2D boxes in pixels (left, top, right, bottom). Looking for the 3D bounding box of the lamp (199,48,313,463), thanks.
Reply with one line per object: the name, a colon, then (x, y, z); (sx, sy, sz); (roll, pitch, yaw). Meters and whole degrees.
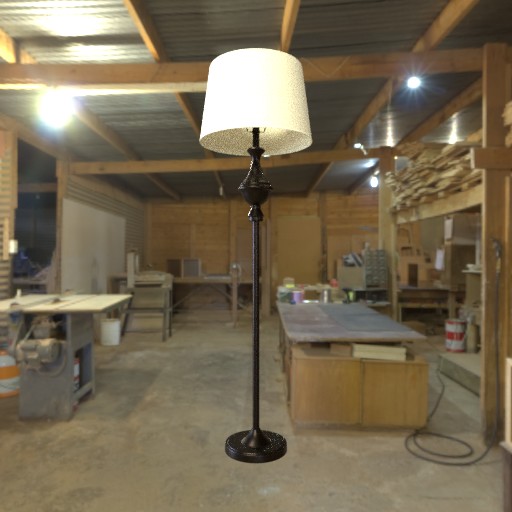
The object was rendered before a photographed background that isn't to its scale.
lamp: (0.000, 0.000, 1.703); (0.431, 1.484, 0.431); (0, 0, 0)
